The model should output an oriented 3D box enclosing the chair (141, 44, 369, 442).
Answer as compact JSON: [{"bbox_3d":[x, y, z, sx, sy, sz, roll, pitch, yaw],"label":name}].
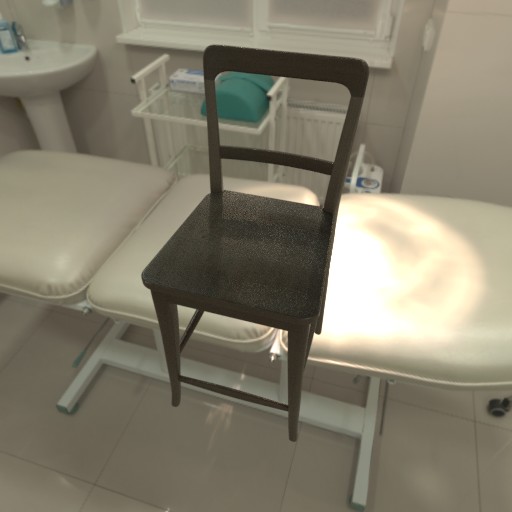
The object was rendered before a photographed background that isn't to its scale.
[{"bbox_3d":[0.000,0.000,1.290,0.450,0.991,0.546,12,43,13],"label":"chair"}]
